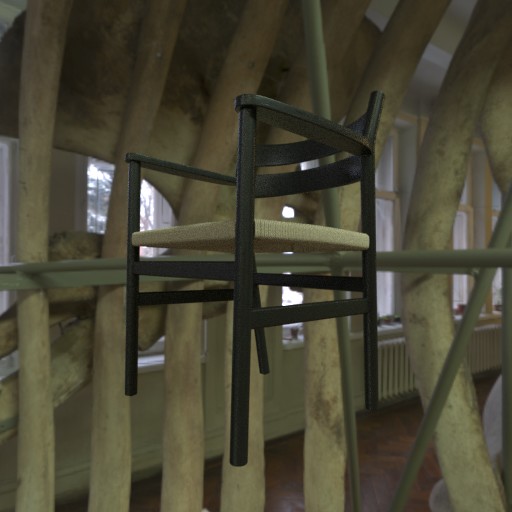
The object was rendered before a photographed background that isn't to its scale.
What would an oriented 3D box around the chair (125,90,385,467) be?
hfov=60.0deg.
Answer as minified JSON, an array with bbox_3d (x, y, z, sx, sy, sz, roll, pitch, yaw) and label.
[{"bbox_3d":[0.000,0.000,1.167,0.508,0.775,0.630,0,-1,-37],"label":"chair"}]
